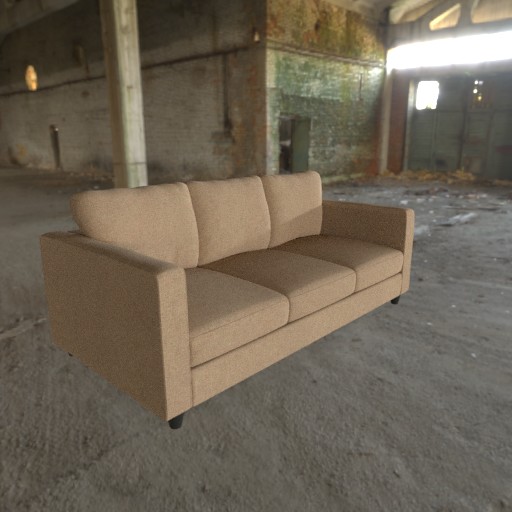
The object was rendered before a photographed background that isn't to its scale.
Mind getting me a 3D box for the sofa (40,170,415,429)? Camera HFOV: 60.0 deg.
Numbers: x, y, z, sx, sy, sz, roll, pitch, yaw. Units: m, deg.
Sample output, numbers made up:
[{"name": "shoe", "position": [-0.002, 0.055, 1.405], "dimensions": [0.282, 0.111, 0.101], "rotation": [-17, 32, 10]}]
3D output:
[{"name": "sofa", "position": [0.000, 0.000, 2.364], "dimensions": [0.930, 0.800, 1.855], "rotation": [13, 20, 41]}]
